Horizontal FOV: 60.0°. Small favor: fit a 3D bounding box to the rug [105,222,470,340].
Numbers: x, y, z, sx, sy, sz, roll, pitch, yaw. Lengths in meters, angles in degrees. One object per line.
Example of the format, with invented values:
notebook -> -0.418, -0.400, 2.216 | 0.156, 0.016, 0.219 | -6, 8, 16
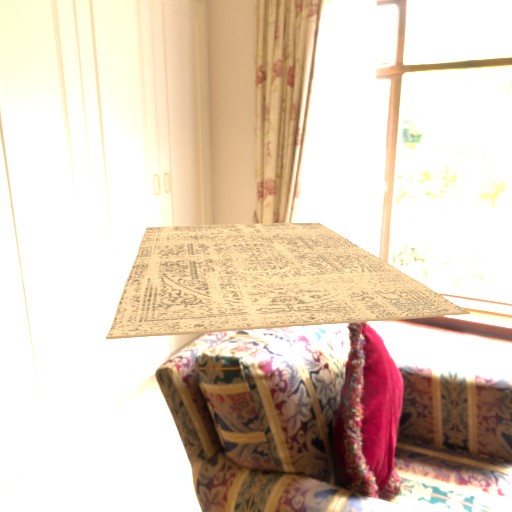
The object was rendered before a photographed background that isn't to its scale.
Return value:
rug -> 0.000, 0.000, 3.162 | 1.706, 0.026, 2.438 | -2, 15, -9
